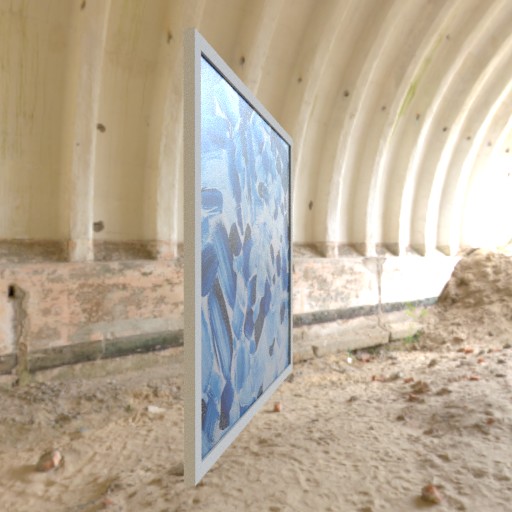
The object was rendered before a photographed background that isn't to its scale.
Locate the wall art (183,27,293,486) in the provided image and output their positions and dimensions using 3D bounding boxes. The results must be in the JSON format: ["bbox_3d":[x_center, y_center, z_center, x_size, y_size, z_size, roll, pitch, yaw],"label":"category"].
[{"bbox_3d":[0.000,0.000,0.661,0.012,0.457,0.457,0,0,17],"label":"wall art"}]
